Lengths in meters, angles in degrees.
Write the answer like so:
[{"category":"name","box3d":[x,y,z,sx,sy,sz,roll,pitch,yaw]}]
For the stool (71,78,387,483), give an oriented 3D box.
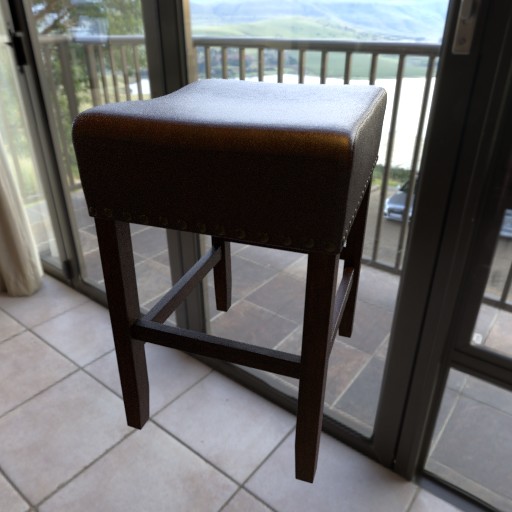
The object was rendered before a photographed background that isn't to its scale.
[{"category":"stool","box3d":[0.000,0.000,0.879,0.397,0.608,0.465,9,29,17]}]
